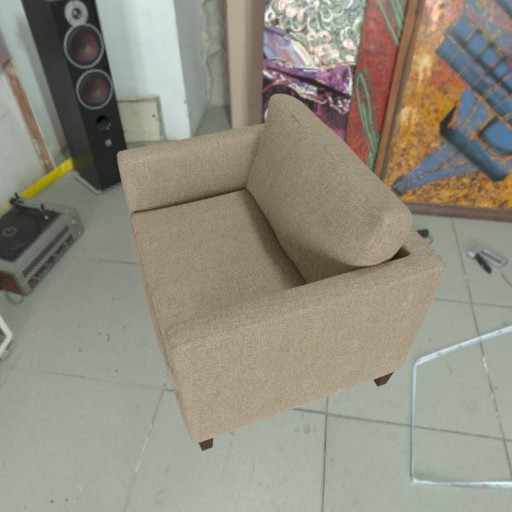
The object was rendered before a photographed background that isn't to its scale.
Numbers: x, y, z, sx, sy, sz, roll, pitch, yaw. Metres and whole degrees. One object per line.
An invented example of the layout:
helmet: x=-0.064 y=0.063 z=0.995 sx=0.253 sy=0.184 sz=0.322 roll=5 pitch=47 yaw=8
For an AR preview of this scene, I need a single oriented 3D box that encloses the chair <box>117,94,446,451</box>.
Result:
chair: x=0.000 y=0.000 z=1.877 sx=0.959 sy=0.987 sz=1.107 roll=-15 pitch=47 yaw=-14
